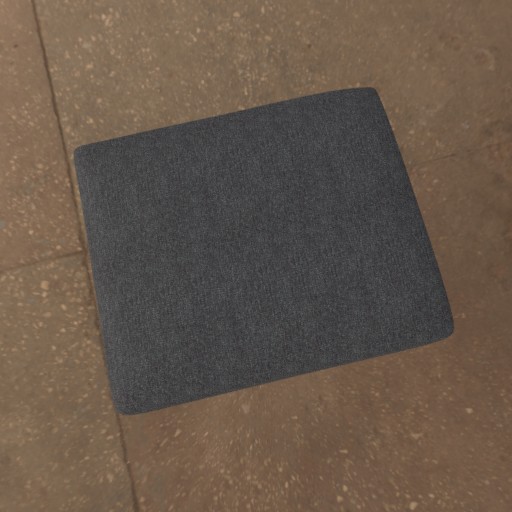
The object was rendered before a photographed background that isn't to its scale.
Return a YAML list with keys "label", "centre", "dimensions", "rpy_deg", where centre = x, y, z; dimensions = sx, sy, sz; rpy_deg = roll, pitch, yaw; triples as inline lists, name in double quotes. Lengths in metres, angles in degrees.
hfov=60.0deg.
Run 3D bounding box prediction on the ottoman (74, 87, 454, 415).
- label: "ottoman"
  centre: [0.000, 0.000, 1.291]
  dimensions: [0.831, 0.533, 0.695]
  rpy_deg: [-13, 77, -3]
